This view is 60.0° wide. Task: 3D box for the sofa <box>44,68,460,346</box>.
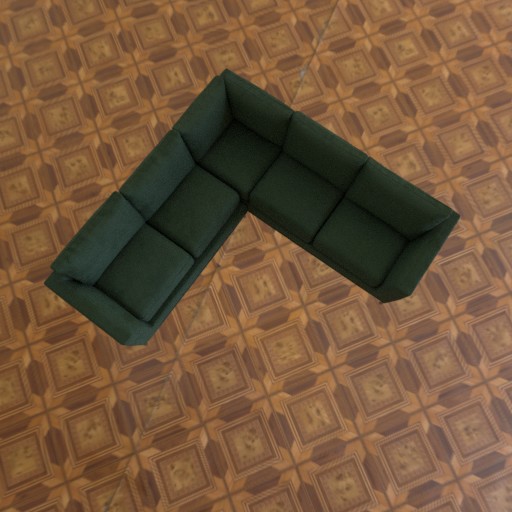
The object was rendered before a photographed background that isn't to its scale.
[{"bbox_3d":[0.000,0.000,3.844,2.452,1.004,2.468,35,78,8],"label":"sofa"}]
